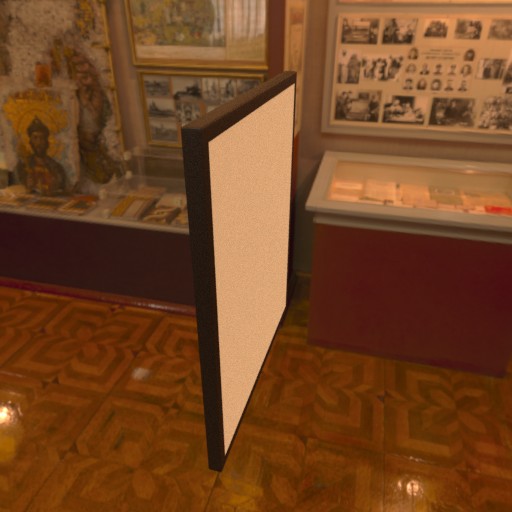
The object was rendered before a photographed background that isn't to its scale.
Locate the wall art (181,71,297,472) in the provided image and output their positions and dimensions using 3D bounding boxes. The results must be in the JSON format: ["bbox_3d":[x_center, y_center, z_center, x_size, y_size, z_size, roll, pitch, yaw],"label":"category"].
[{"bbox_3d":[0.000,0.000,0.720,0.021,0.509,0.430,8,31,14],"label":"wall art"}]
